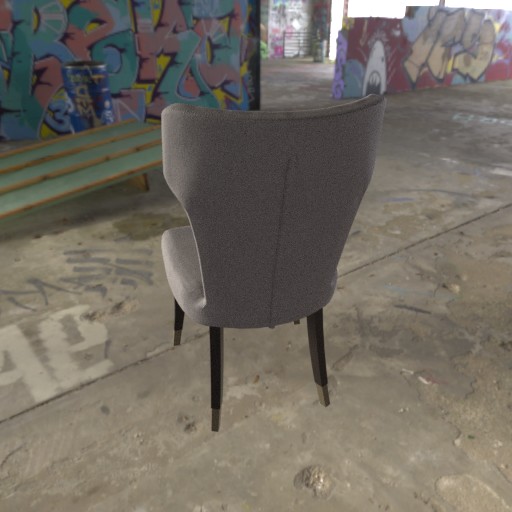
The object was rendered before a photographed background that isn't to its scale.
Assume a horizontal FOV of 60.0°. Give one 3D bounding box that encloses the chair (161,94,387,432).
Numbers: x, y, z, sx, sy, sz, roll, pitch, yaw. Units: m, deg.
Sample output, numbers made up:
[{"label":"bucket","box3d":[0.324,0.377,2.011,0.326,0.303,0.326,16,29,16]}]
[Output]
[{"label":"chair","box3d":[0.000,0.000,1.330,0.526,0.950,0.630,-8,28,-14]}]
